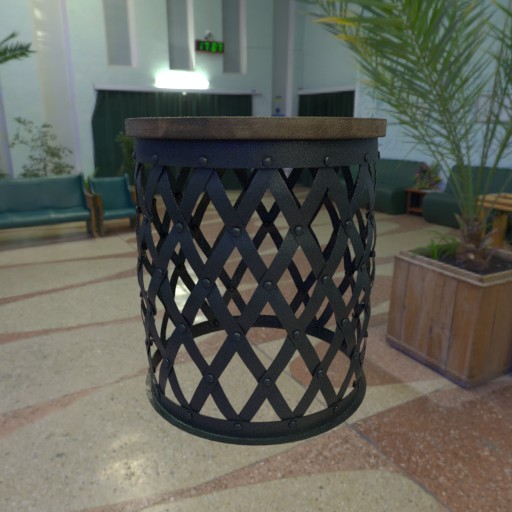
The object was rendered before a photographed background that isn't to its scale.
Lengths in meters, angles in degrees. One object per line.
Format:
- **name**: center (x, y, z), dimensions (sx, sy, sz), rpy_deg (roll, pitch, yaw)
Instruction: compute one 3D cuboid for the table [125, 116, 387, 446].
- **table**: center (0.000, 0.000, 0.773), dimensions (0.405, 0.454, 0.405), rpy_deg (0, 16, 0)
